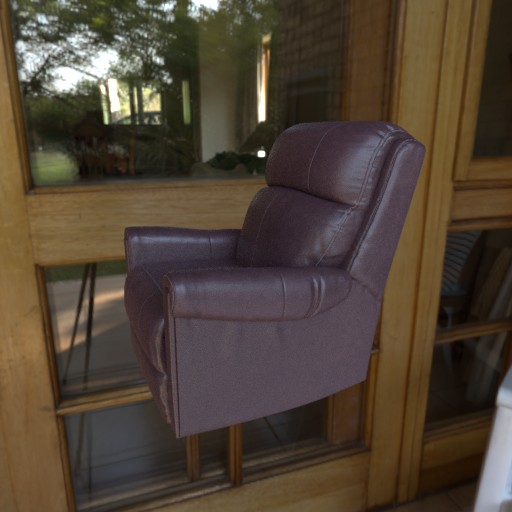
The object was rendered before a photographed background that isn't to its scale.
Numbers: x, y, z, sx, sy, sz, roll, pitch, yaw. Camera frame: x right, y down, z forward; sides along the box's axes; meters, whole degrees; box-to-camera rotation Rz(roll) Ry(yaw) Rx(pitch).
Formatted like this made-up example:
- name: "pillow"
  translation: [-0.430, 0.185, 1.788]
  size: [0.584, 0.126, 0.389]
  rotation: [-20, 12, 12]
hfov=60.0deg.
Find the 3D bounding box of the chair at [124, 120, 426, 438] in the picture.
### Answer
- name: "chair"
  translation: [0.000, 0.000, 1.805]
  size: [1.014, 1.054, 0.838]
  rotation: [-7, 17, -24]
